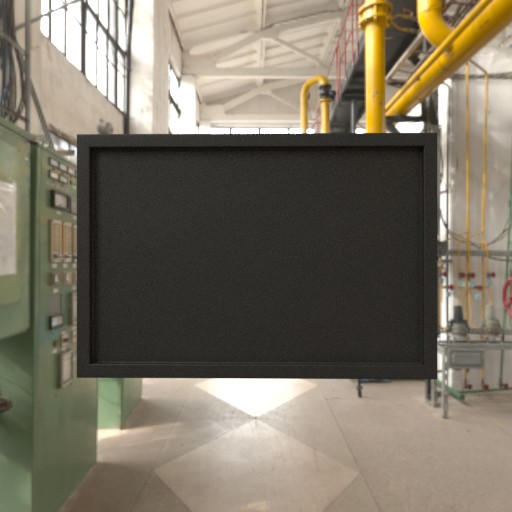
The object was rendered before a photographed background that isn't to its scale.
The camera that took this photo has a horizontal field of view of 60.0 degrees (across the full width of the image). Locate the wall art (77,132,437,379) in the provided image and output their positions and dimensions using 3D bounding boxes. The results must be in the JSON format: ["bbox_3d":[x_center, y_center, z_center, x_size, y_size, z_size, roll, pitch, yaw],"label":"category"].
[{"bbox_3d":[0.000,0.000,0.555,0.443,0.301,0.021,0,0,1],"label":"wall art"}]
